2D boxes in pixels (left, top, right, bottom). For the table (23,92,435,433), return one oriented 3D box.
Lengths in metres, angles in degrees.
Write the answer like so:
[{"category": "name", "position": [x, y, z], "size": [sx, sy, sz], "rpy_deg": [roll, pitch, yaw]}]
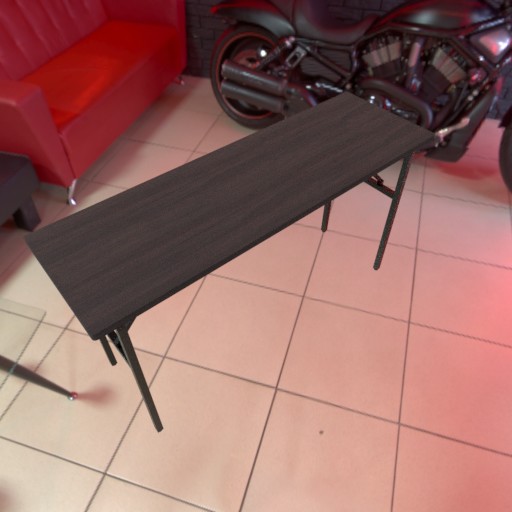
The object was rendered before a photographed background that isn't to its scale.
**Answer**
[{"category": "table", "position": [0.000, 0.000, 1.752], "size": [1.399, 0.750, 0.449], "rpy_deg": [-31, 54, -26]}]
